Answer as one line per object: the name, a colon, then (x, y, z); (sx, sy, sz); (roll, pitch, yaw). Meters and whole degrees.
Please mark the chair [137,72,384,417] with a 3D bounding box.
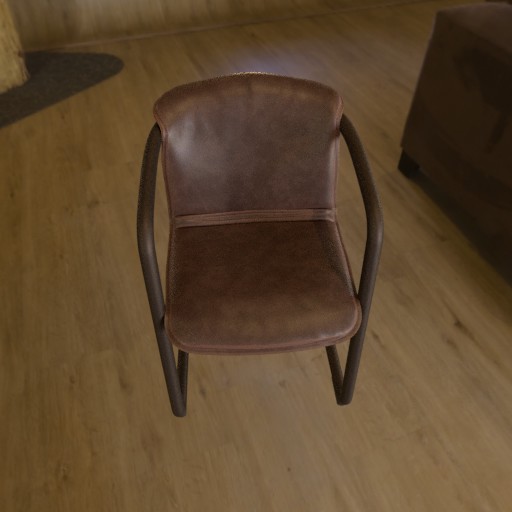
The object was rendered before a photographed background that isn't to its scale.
chair: (0.000, 0.000, 1.263); (0.536, 0.836, 0.664); (-3, 46, -3)
